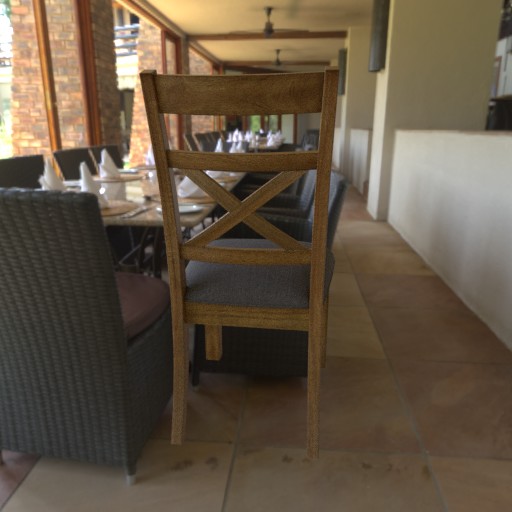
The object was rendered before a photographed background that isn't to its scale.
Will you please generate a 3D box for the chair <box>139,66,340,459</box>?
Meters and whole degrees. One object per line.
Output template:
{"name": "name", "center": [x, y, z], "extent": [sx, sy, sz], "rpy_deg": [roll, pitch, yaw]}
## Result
{"name": "chair", "center": [0.000, 0.000, 1.280], "extent": [0.470, 0.949, 0.581], "rpy_deg": [2, 16, 8]}
